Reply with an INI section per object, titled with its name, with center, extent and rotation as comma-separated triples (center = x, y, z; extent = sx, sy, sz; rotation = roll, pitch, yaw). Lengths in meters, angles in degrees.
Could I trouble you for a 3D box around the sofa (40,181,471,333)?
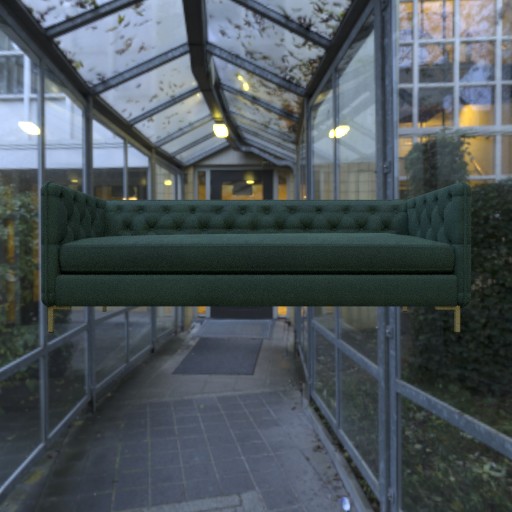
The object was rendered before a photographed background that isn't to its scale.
[sofa]
center = 0.000, 0.000, 2.649
extent = 2.209, 0.771, 0.895
rotation = 0, 1, 0
